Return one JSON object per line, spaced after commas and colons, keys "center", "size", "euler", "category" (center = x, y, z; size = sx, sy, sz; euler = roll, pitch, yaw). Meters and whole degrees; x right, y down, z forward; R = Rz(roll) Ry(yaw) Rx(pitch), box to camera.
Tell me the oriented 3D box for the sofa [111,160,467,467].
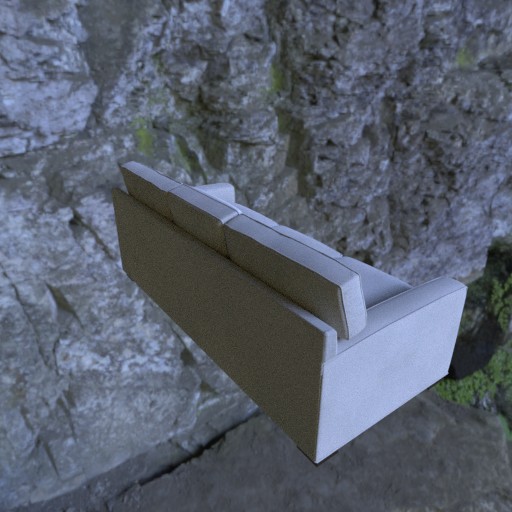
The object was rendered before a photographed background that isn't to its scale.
{"center": [0.000, 0.000, 2.608], "size": [0.935, 0.862, 2.088], "euler": [-18, 31, -32], "category": "sofa"}
